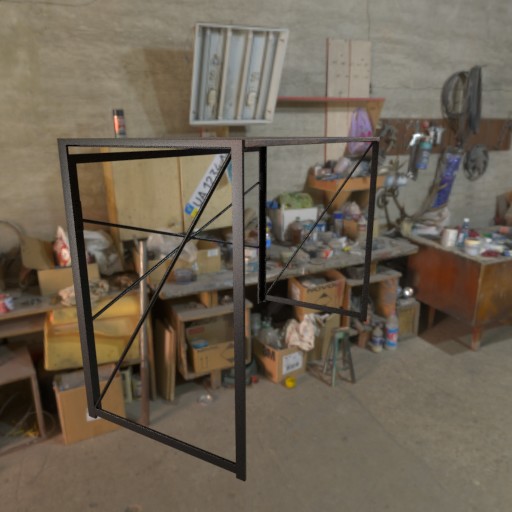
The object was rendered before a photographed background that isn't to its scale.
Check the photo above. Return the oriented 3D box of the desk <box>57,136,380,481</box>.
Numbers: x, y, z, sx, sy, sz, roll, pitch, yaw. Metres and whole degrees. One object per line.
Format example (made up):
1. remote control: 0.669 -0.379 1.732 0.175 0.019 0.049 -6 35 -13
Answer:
1. desk: 0.000 0.000 1.447 0.505 0.747 1.015 8 17 28
